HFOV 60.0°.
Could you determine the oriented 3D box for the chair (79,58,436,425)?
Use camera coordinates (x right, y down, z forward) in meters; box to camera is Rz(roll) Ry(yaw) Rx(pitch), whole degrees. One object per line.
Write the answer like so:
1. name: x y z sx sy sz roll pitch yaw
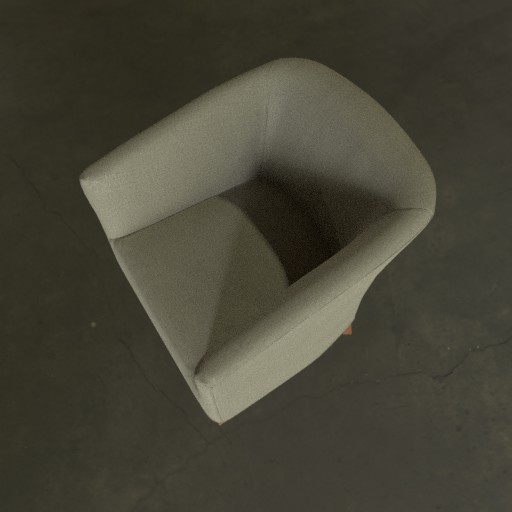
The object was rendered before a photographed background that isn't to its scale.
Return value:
1. chair: 0.000 0.000 1.241 0.668 0.771 0.600 -30 67 -15
